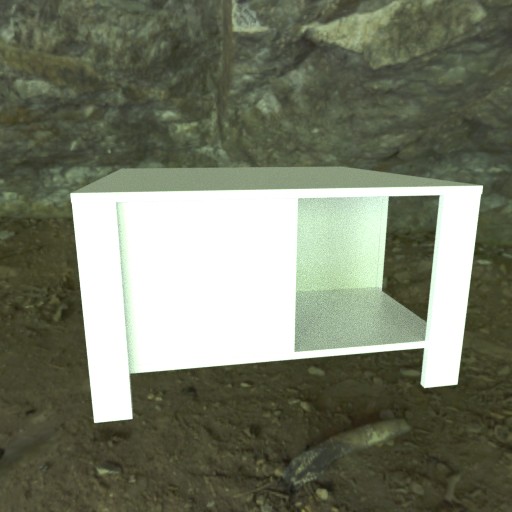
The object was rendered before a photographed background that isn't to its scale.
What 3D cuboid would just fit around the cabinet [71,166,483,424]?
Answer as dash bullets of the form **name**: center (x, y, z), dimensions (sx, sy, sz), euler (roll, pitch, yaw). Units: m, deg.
- **cabinet**: center (0.000, 0.000, 1.275), dimensions (0.800, 0.460, 0.800), euler (-3, 14, -10)
